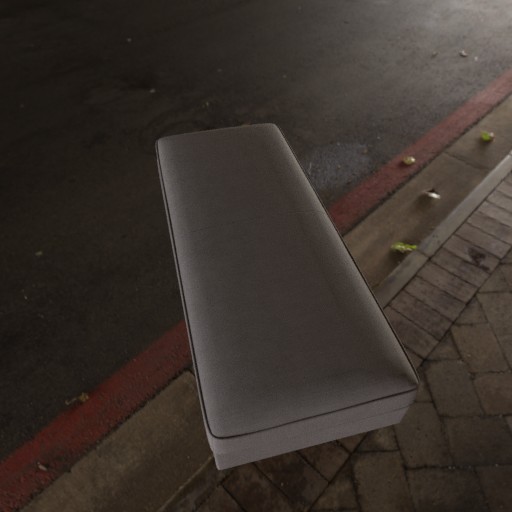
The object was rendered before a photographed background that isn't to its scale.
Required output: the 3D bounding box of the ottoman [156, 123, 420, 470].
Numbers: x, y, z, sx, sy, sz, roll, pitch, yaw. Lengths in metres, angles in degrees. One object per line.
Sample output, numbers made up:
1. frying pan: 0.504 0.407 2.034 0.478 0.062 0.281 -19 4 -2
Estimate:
1. ottoman: 0.000 0.000 2.086 0.751 0.470 1.764 -10 47 -10
